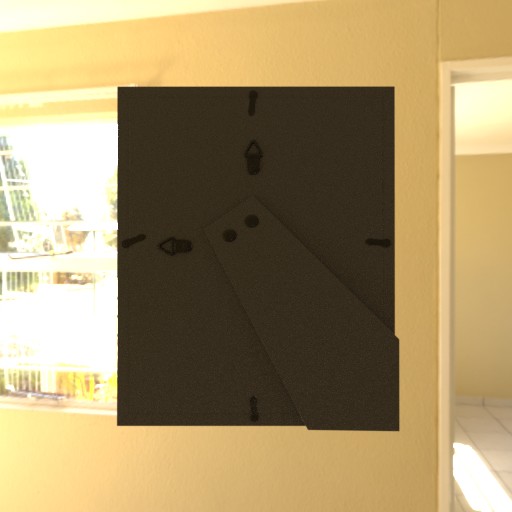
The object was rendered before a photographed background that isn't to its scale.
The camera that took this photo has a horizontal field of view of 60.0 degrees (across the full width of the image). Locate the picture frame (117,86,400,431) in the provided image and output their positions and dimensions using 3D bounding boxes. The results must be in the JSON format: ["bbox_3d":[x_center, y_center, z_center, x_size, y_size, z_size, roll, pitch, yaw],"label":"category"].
[{"bbox_3d":[0.000,0.000,0.380,0.232,0.284,0.042,0,0,0],"label":"picture frame"}]
